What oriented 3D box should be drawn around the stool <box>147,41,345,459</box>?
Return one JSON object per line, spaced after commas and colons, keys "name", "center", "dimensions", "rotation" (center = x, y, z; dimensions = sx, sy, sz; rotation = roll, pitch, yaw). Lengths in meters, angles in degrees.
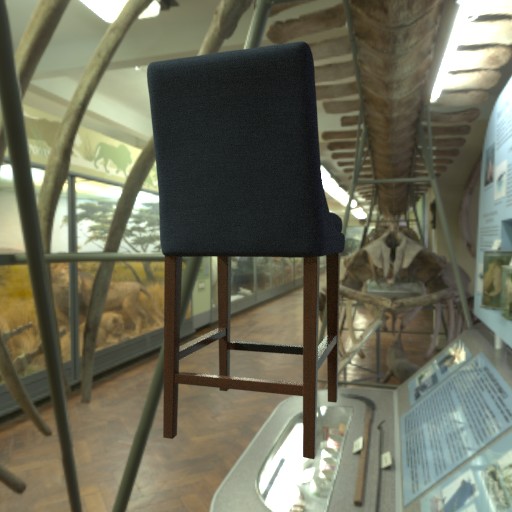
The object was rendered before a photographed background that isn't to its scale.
{"name": "stool", "center": [0.000, 0.000, 1.306], "dimensions": [0.470, 0.981, 0.577], "rotation": [0, 1, 17]}
